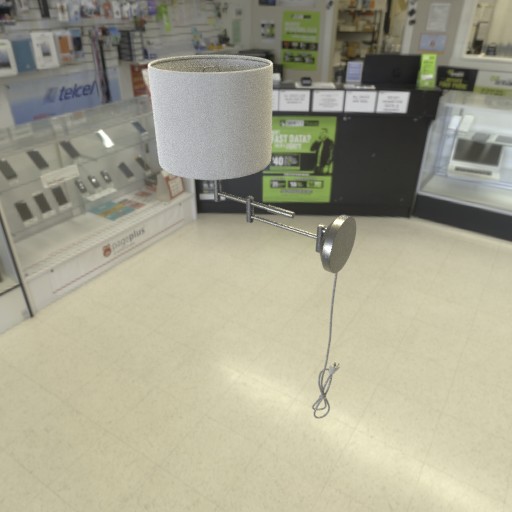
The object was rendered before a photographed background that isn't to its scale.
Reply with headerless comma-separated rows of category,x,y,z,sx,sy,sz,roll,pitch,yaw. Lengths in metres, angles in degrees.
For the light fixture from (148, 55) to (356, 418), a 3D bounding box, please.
light fixture,0.000,0.000,1.065,0.479,0.842,0.253,20,37,30
